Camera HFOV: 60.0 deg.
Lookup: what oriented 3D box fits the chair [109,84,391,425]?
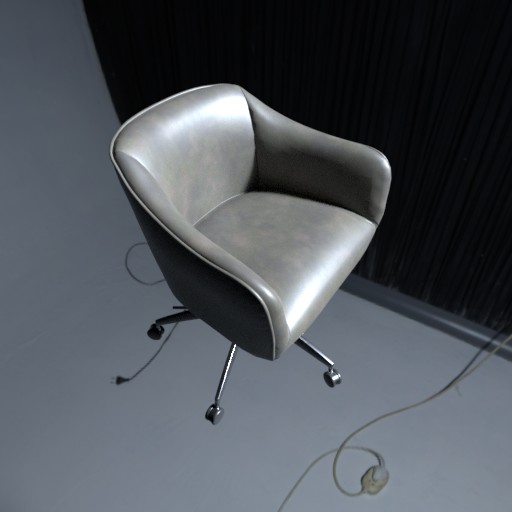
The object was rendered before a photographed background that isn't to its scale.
[{"bbox_3d":[0.000,0.000,1.359,0.689,0.827,0.713,24,47,25],"label":"chair"}]
